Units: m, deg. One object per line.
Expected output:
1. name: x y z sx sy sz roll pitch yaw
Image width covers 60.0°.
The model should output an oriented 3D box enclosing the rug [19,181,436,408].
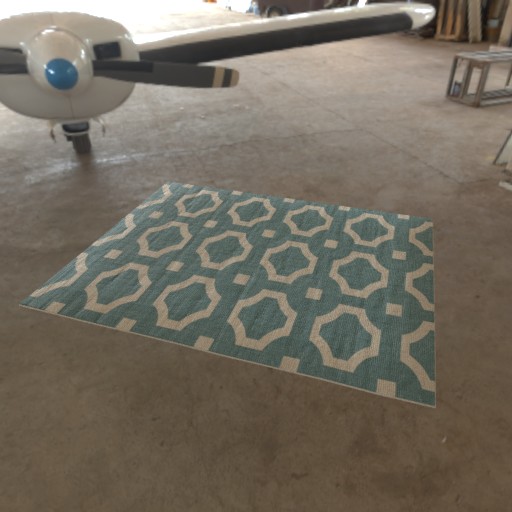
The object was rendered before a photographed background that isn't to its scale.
1. rug: 0.000 0.000 3.997 3.049 0.021 2.466 10 34 15
